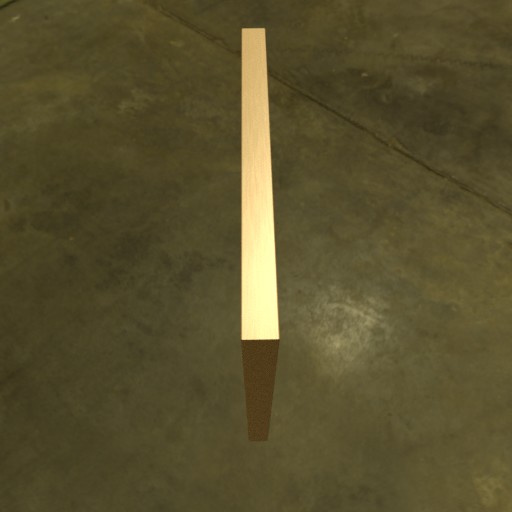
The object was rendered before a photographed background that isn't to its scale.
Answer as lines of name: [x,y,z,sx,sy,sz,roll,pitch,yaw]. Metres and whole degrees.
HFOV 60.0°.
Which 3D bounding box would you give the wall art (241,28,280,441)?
wall art: [0.000,0.000,0.761,0.036,0.509,0.509,-1,58,0]
